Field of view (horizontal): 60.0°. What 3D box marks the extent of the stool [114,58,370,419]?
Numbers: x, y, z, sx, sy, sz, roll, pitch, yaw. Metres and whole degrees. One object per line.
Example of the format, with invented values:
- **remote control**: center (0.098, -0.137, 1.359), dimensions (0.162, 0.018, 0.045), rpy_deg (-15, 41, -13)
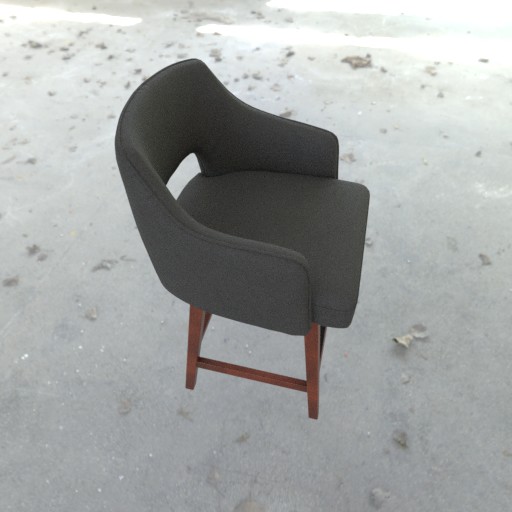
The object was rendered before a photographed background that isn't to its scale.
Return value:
- **stool**: center (0.000, 0.000, 1.236), dimensions (0.558, 0.912, 0.548), rpy_deg (10, 47, 10)
